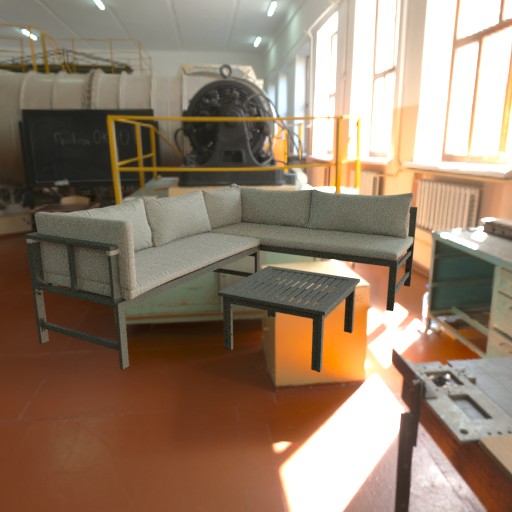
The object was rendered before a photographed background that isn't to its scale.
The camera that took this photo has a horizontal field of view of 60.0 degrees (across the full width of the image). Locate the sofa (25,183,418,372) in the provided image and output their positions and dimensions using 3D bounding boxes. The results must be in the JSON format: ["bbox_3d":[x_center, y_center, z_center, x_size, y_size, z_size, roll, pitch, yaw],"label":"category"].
[{"bbox_3d":[0.000,0.000,2.912,1.658,0.758,2.096,8,16,28],"label":"sofa"}]
